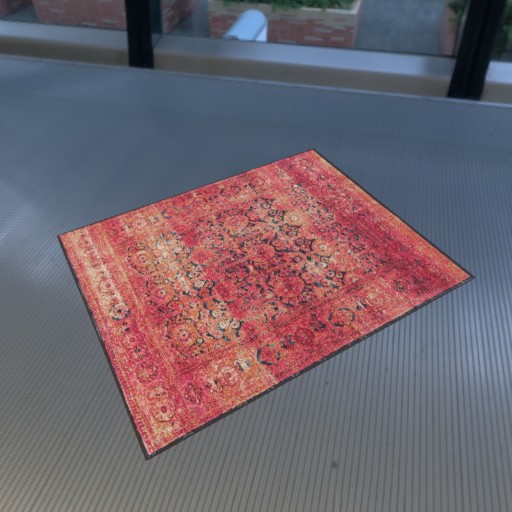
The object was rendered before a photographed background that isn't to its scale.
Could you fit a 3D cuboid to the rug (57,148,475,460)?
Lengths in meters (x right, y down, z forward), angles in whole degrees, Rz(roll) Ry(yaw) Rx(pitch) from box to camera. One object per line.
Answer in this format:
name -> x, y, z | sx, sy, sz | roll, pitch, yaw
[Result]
rug -> 0.000, 0.000, 4.057 | 3.032, 0.020, 2.411 | -23, 50, -21
